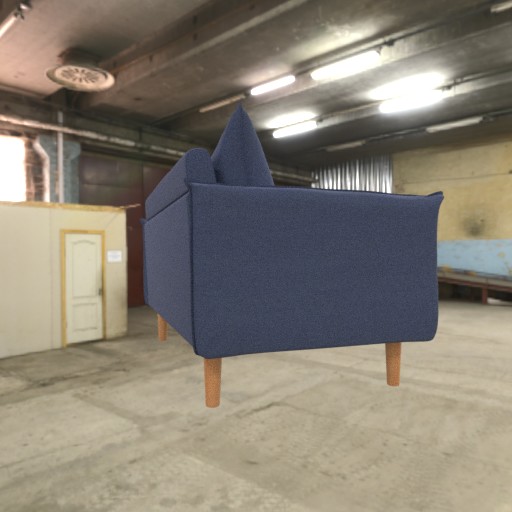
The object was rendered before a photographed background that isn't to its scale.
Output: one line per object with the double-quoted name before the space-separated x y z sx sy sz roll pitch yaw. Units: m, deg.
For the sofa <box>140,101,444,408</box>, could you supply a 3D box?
"sofa" 0.000 0.000 1.817 0.820 0.840 1.300 0 0 -20
